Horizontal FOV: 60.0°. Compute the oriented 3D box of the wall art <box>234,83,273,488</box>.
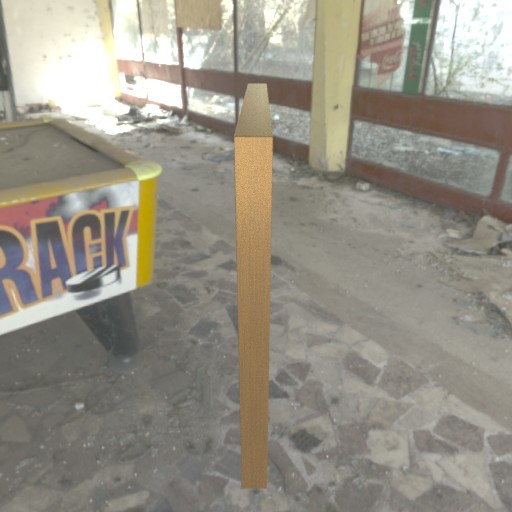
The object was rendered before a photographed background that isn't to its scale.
[{"bbox_3d":[0.000,0.000,0.758,0.037,0.505,0.505,0,27,1],"label":"wall art"}]
